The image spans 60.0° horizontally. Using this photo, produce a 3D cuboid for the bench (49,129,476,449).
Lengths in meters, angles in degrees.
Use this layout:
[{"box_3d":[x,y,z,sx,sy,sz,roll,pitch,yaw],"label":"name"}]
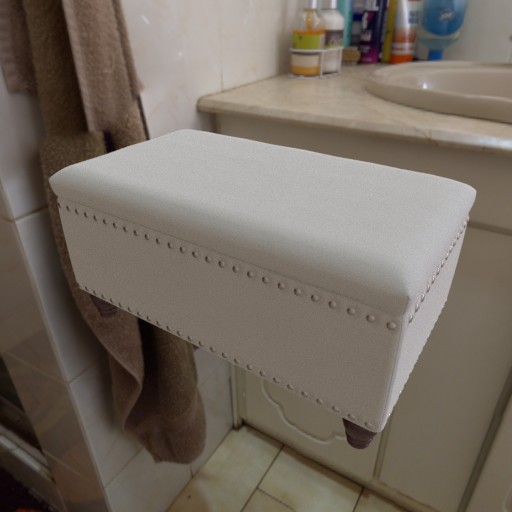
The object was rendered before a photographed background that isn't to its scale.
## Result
[{"box_3d":[0.000,0.000,1.140,0.887,0.449,0.500,19,35,28],"label":"bench"}]
